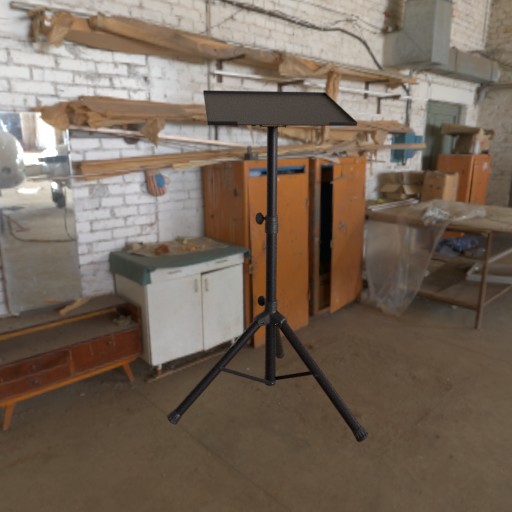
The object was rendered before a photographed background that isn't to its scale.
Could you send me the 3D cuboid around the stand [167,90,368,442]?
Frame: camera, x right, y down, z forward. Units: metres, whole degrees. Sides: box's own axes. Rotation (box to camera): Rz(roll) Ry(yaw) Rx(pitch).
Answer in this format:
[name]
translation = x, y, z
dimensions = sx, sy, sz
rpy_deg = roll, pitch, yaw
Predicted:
[stand]
translation = 0.000, 0.000, 1.676
dimensions = 0.702, 1.198, 0.702
rpy_deg = -2, 14, -8
